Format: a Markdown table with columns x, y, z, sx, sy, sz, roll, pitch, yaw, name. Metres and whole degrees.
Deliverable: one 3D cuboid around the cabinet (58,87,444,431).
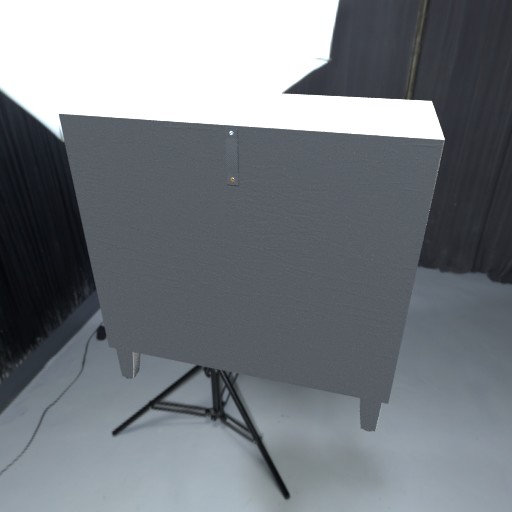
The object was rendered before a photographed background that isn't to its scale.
| x | y | z | sx | sy | sz | roll | pitch | yaw | name |
| --- | --- | --- | --- | --- | --- | --- | --- | --- | --- |
| 0.000 | 0.000 | 1.209 | 0.781 | 0.787 | 0.370 | 8 | 31 | 13 | cabinet |
